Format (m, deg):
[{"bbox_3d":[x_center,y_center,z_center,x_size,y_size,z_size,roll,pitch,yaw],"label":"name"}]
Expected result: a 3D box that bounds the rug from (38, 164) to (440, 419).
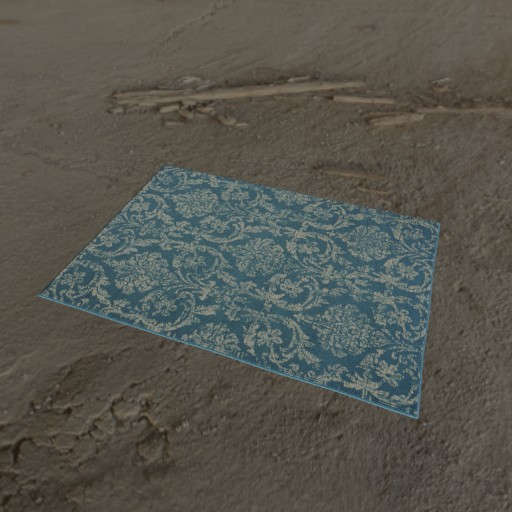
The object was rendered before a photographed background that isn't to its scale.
[{"bbox_3d":[0.000,0.000,2.893,2.205,0.012,1.554,14,45,15],"label":"rug"}]
